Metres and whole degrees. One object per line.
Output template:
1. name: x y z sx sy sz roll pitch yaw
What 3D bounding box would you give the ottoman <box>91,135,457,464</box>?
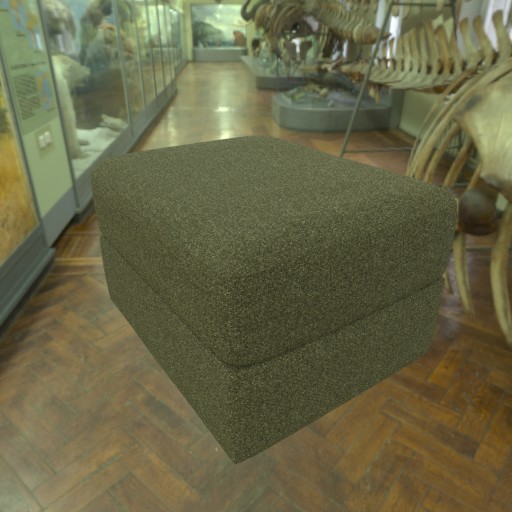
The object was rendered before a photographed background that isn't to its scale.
1. ottoman: 0.000 0.000 1.126 0.598 0.476 0.742 -17 32 -31
